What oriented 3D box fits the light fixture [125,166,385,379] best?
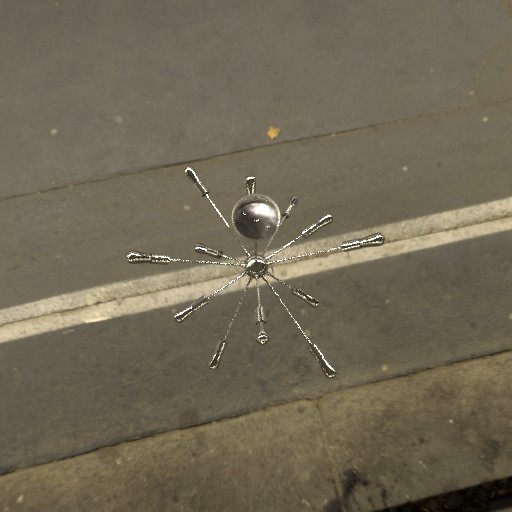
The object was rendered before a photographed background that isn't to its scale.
[{"bbox_3d":[0.000,0.000,1.062,0.509,0.558,0.684,-33,78,-8],"label":"light fixture"}]
